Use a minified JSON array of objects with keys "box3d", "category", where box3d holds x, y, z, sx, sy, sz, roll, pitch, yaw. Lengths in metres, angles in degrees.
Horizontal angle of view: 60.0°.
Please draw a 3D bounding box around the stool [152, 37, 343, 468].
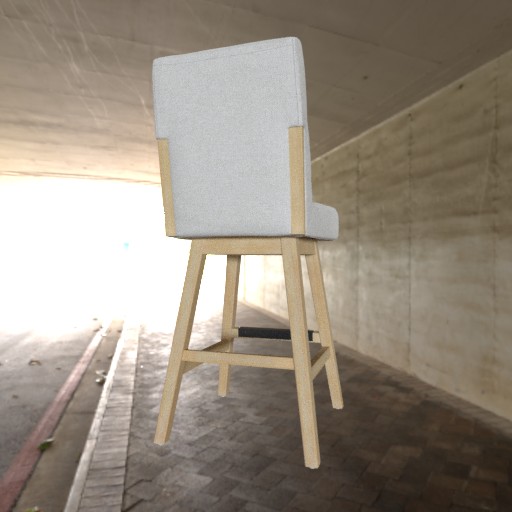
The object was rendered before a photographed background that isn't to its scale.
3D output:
[{"box3d":[0.000,0.000,1.310,0.446,1.015,0.543,0,0,19],"category":"stool"}]
